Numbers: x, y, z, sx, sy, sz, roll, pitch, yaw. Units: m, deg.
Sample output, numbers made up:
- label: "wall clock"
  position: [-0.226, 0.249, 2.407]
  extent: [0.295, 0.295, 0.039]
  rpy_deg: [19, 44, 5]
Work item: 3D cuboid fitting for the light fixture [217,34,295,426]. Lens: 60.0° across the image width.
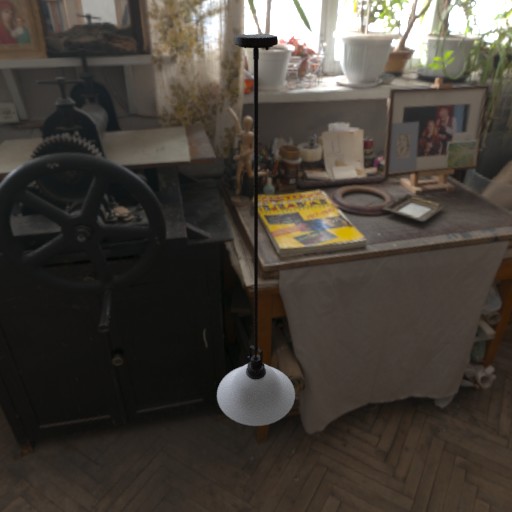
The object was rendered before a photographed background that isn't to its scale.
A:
- label: "light fixture"
  position: [0.000, 0.000, 1.498]
  extent: [0.324, 1.337, 0.324]
  rpy_deg: [22, 37, 31]
